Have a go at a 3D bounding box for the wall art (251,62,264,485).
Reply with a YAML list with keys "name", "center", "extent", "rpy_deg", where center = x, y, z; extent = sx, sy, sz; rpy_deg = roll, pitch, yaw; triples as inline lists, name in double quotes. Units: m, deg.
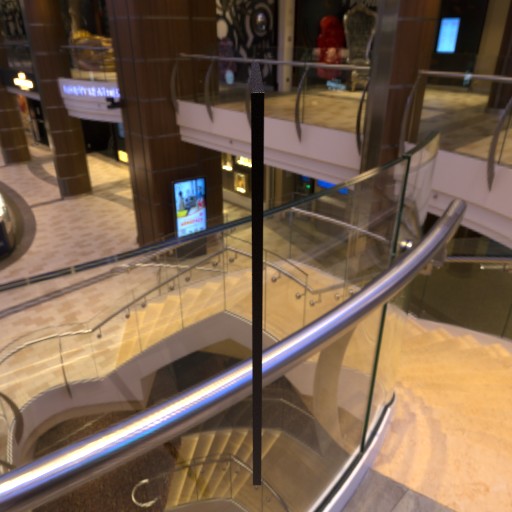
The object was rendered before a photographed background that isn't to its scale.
- name: "wall art"
  center: [0.000, 0.000, 0.760]
  extent: [0.013, 0.582, 0.442]
  rpy_deg: [0, 27, 0]
